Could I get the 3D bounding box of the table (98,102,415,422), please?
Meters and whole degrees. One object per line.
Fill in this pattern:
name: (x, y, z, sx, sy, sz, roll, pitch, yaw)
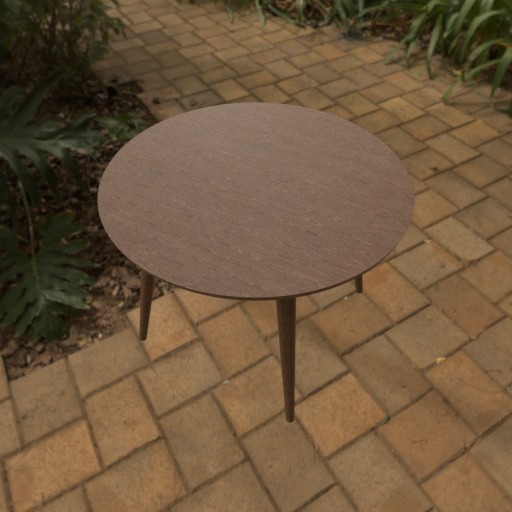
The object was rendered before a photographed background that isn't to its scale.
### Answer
table: (0.000, 0.000, 1.800, 1.053, 0.786, 1.053, 0, 46, 0)
